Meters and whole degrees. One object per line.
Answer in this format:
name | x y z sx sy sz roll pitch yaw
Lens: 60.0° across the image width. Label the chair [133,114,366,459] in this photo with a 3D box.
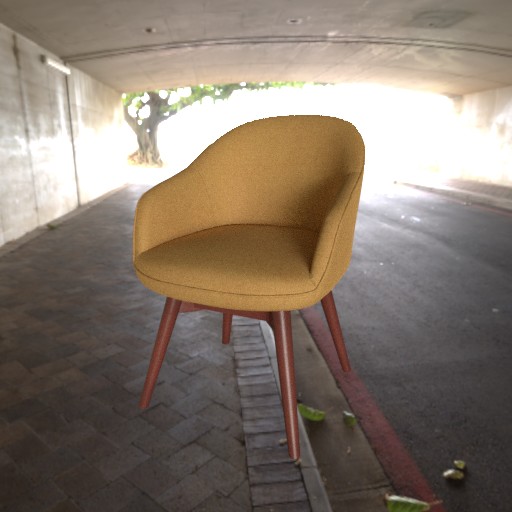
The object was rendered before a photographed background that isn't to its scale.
chair | 0.000 0.000 1.291 0.596 0.823 0.635 7 16 26
